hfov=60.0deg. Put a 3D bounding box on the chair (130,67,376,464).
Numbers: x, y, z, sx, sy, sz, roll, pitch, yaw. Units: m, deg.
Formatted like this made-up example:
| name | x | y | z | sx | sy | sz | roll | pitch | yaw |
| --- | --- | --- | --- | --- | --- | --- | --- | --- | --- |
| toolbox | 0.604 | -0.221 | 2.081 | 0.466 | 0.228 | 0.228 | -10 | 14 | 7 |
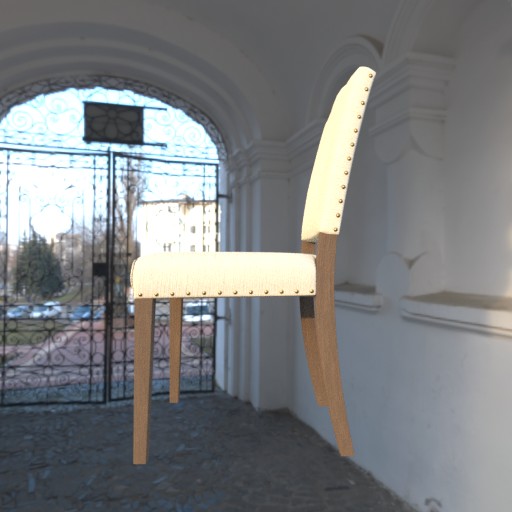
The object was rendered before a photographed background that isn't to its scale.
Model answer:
| name | x | y | z | sx | sy | sz | roll | pitch | yaw |
| --- | --- | --- | --- | --- | --- | --- | --- | --- | --- |
| chair | 0.000 | 0.000 | 1.329 | 0.619 | 1.015 | 0.508 | 0 | -1 | 0 |
